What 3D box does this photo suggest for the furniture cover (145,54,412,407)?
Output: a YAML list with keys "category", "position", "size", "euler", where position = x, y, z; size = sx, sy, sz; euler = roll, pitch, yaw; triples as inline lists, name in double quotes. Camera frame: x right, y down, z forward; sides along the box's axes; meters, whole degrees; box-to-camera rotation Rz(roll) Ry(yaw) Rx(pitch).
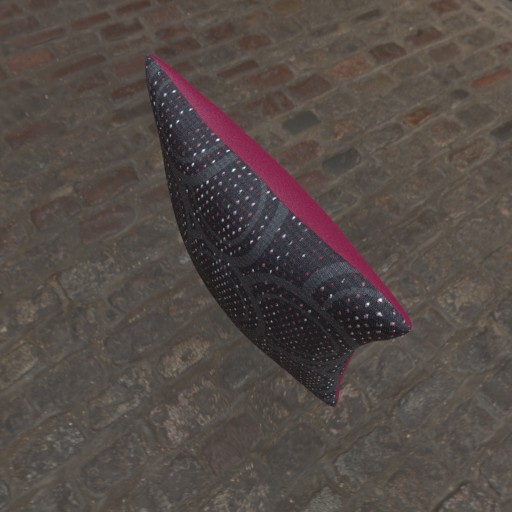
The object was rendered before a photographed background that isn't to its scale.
- category: "furniture cover"
  position: [0.000, 0.000, 0.797]
  size: [0.193, 0.509, 0.552]
  euler: [-34, 67, -16]
